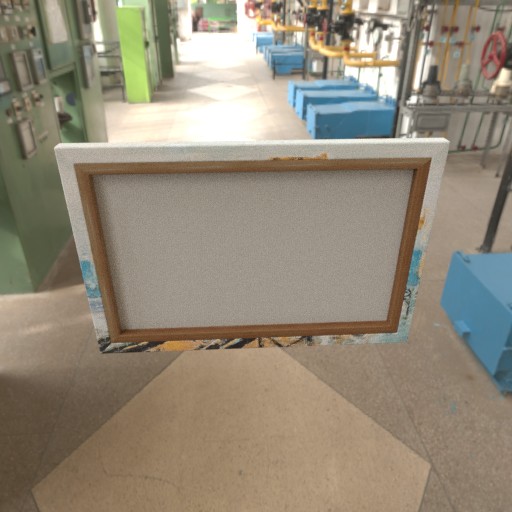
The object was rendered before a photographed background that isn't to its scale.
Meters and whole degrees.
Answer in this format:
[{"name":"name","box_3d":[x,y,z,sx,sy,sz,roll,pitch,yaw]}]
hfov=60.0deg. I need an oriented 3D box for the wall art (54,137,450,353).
[{"name":"wall art","box_3d":[0.000,0.000,1.183,0.913,0.609,0.038,-2,29,-3]}]
